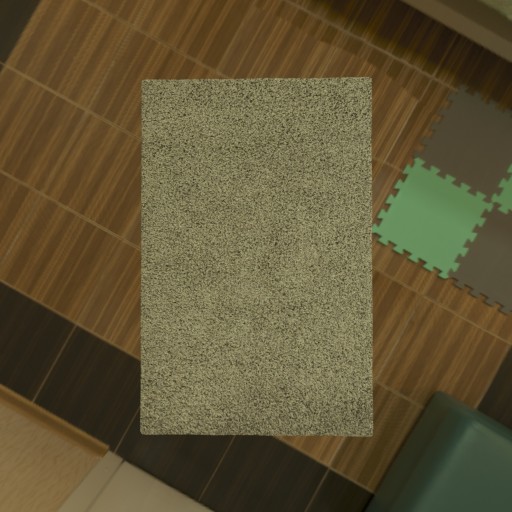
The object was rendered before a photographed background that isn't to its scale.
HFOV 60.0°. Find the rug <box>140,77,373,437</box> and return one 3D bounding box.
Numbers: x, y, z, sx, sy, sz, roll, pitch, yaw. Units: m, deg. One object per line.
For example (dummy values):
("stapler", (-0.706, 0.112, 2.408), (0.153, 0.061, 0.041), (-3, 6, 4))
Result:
("rug", (0.000, 0.000, 3.408), (1.778, 0.030, 2.743), (0, 89, 1))
